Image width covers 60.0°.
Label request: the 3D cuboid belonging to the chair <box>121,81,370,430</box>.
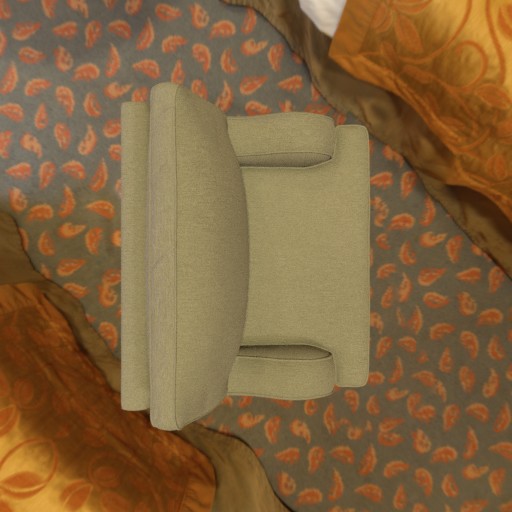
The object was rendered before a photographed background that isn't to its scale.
[{"bbox_3d":[0.000,0.000,1.990,1.041,1.016,1.220,0,90,0],"label":"chair"}]
